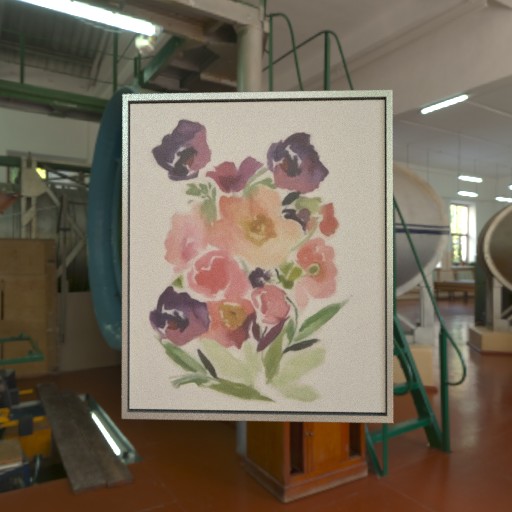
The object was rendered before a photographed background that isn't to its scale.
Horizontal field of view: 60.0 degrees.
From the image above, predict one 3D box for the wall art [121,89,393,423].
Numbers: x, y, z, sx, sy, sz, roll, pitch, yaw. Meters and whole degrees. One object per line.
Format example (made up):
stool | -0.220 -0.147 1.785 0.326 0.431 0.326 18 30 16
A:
wall art | 0.000 0.000 0.757 0.452 0.549 0.038 0 -1 2
